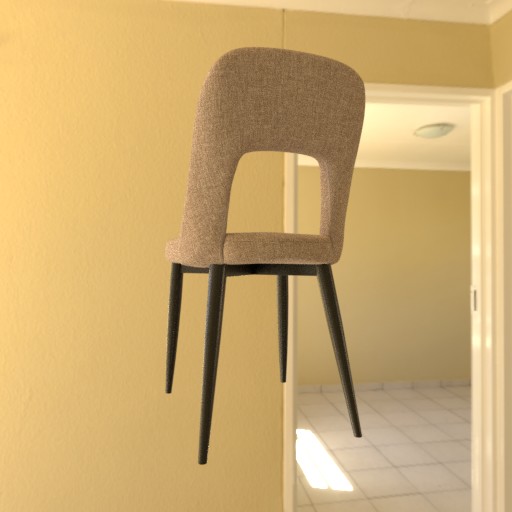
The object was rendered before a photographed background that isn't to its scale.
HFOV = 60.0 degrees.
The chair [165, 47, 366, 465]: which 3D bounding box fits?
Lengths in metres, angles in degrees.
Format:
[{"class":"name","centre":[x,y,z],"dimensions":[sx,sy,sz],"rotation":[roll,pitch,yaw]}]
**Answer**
[{"class":"chair","centre":[0.000,0.000,1.274],"dimensions":[0.470,0.931,0.612],"rotation":[0,0,-19]}]
